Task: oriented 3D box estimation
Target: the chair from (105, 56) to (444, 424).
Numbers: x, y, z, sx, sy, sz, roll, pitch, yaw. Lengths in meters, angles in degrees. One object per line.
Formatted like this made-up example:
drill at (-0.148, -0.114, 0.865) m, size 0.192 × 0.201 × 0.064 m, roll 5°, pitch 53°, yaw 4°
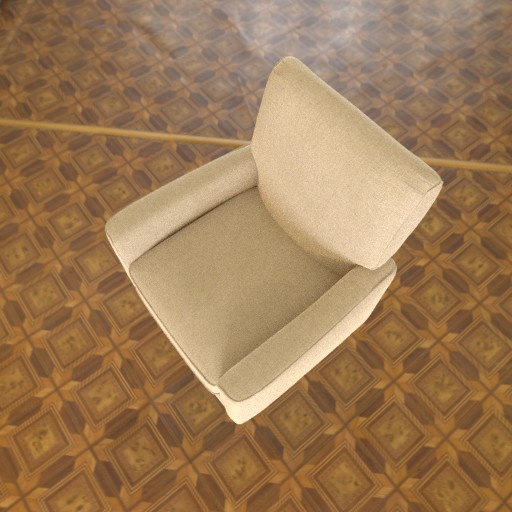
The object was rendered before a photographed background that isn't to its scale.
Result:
chair at (0.000, 0.000, 1.671) m, size 0.859 × 1.023 × 0.845 m, roll -35°, pitch 68°, yaw -17°
